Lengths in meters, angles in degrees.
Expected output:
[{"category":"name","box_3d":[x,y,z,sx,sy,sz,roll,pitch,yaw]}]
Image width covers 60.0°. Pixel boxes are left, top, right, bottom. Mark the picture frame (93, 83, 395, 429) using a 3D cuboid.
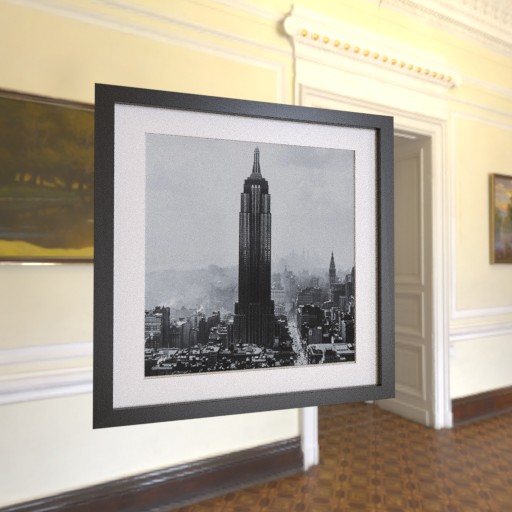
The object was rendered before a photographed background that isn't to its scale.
[{"category":"picture frame","box_3d":[0.000,0.000,0.517,0.355,0.353,0.029,0,-1,-17]}]
